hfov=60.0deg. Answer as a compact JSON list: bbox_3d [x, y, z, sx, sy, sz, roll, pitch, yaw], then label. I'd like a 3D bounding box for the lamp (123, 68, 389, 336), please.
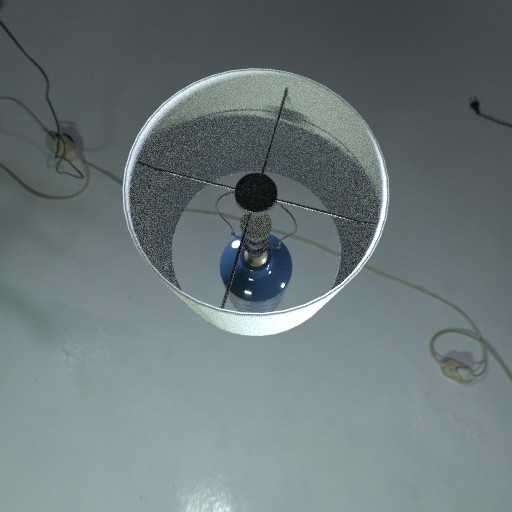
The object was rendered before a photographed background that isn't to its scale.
[{"bbox_3d":[0.000,0.000,0.567,0.207,0.461,0.207,15,76,4],"label":"lamp"}]
